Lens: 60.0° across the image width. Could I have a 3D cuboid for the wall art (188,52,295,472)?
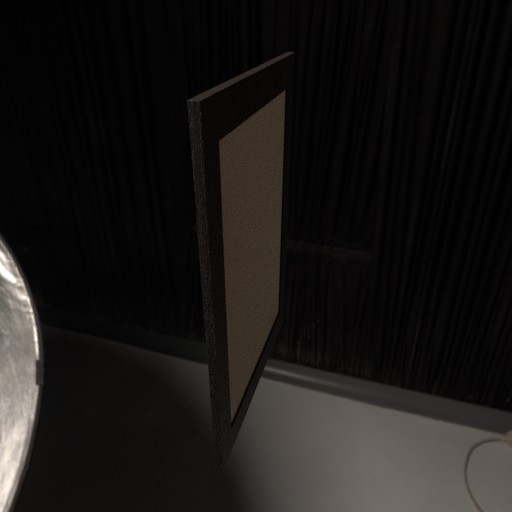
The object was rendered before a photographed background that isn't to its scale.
[{"bbox_3d":[0.000,0.000,0.648,0.013,0.508,0.359,9,32,15],"label":"wall art"}]
